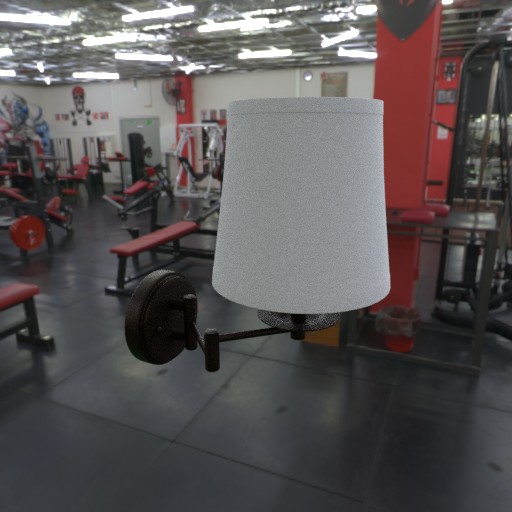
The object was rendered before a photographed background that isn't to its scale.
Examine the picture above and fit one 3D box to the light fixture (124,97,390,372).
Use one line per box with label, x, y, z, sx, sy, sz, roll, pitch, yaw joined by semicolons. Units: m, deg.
light fixture;0.000;0.000;0.265;0.157;0.172;0.100;8;17;26
